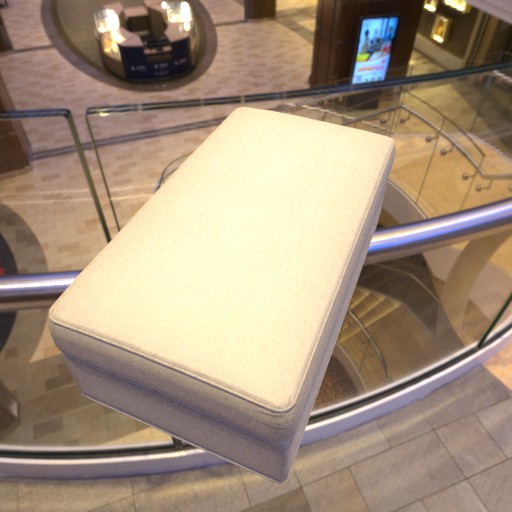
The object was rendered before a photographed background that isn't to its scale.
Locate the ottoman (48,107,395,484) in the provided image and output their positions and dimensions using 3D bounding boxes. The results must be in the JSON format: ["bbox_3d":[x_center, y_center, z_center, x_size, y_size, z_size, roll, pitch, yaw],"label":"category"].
[{"bbox_3d":[0.000,0.000,1.392,0.617,0.461,1.097,17,48,16],"label":"ottoman"}]
